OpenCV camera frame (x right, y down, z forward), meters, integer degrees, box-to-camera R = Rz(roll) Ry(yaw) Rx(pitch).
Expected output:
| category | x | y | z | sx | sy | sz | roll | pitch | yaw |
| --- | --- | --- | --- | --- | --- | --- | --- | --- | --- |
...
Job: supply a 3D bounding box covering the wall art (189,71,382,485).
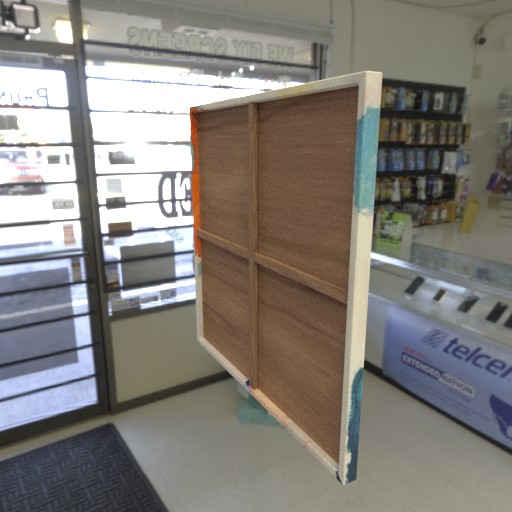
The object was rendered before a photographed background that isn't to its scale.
| category | x | y | z | sx | sy | sz | roll | pitch | yaw |
| --- | --- | --- | --- | --- | --- | --- | --- | --- | --- |
| wall art | 0.000 | 0.000 | 1.185 | 0.037 | 0.814 | 0.814 | -8 | 16 | -28 |
